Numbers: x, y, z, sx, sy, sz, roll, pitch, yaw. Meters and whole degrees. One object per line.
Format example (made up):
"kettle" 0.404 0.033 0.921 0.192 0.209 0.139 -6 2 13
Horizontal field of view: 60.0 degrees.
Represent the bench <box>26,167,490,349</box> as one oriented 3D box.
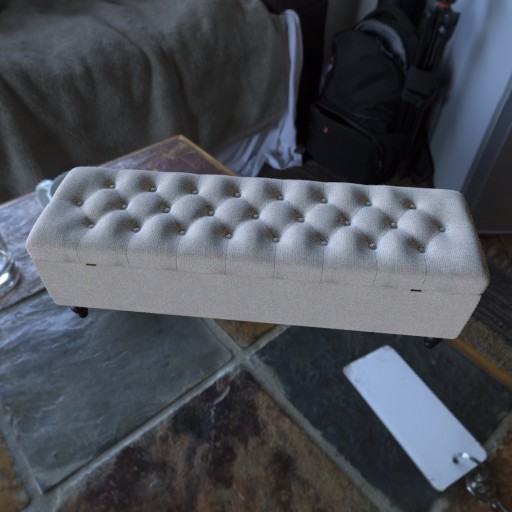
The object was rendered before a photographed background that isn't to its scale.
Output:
"bench" 0.000 0.000 1.677 1.480 0.467 0.455 4 47 4
